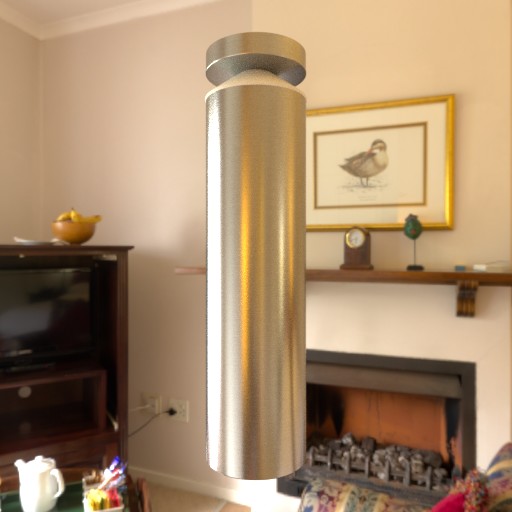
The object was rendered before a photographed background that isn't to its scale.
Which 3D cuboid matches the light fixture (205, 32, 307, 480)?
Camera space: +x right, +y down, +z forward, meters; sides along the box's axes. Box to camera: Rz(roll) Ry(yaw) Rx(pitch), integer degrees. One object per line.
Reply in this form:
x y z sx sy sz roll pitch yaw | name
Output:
0.000 0.000 0.445 0.102 0.400 0.102 0 0 -17 | light fixture
